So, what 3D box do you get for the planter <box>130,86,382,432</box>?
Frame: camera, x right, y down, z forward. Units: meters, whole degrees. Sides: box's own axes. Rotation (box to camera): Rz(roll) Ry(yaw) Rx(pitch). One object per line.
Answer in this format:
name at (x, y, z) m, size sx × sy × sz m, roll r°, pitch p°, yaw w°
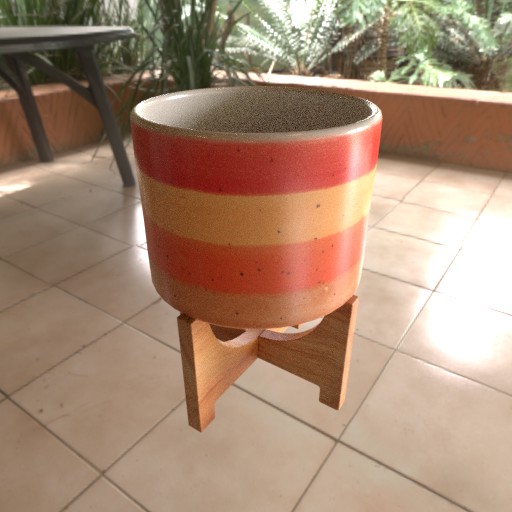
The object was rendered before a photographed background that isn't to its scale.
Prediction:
planter at (0.000, 0.000, 0.408) m, size 0.199 × 0.268 × 0.199 m, roll 0°, pitch 29°, yaw 0°
